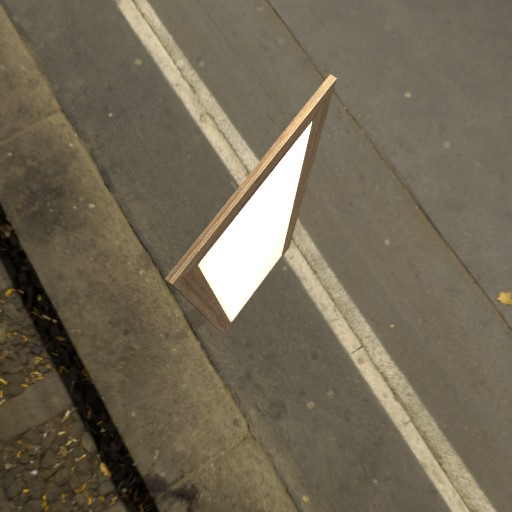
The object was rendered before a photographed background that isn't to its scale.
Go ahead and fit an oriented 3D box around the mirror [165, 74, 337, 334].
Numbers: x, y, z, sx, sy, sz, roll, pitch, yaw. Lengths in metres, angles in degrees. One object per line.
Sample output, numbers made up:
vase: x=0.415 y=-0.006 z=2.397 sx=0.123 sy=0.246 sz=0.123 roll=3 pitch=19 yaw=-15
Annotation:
mirror: x=0.000 y=0.000 z=2.292 sx=0.025 sy=2.032 sz=0.812 roll=36 pitch=79 yaw=8
